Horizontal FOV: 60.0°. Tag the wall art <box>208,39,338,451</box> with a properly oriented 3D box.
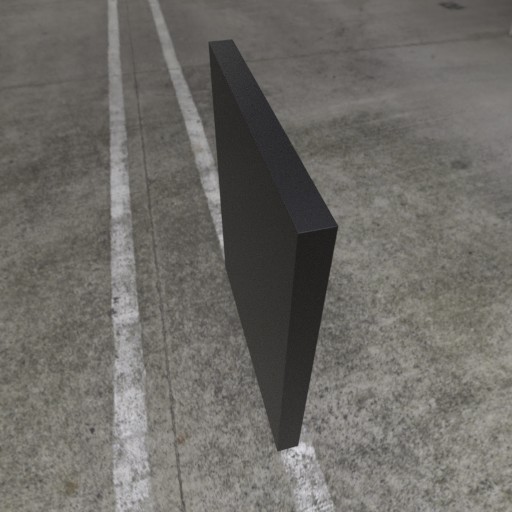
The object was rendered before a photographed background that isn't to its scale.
[{"bbox_3d":[0.000,0.000,0.534,0.028,0.380,0.325,-11,47,-10],"label":"wall art"}]
